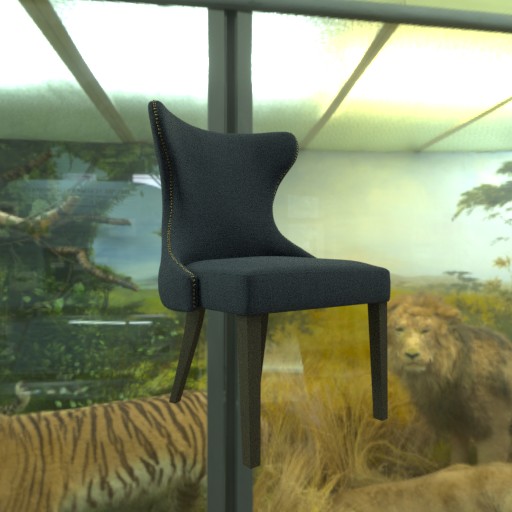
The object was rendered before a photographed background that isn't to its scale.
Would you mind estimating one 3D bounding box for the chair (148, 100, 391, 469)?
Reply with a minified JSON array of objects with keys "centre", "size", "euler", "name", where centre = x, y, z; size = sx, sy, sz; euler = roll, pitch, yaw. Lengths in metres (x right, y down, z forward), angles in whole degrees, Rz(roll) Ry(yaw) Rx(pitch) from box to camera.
[{"centre":[0.000,0.000,1.401],"size":[0.628,0.967,0.635],"euler":[0,0,-38],"name":"chair"}]
